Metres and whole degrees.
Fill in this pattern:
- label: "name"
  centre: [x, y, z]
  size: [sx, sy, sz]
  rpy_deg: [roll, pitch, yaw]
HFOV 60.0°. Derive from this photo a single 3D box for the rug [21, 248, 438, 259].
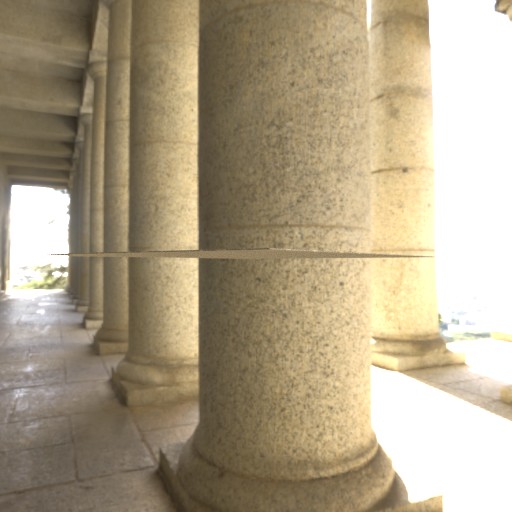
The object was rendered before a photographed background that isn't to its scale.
- label: "rug"
  centre: [0.000, 0.000, 3.843]
  size: [2.283, 0.006, 2.892]
  rpy_deg: [-1, -1, 36]
